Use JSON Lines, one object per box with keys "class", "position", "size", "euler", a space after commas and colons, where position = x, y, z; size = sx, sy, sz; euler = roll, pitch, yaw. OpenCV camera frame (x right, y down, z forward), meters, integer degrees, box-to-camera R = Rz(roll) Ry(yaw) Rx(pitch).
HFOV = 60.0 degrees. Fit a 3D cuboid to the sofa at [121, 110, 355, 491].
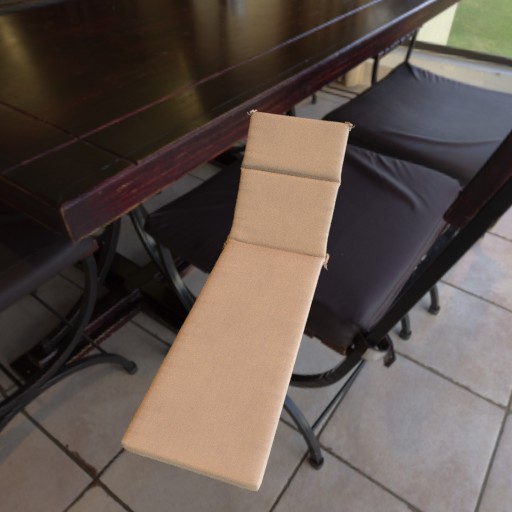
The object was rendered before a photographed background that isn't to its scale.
{"class": "sofa", "position": [0.000, 0.000, 1.939], "size": [0.582, 0.622, 1.663], "euler": [11, 43, 12]}
